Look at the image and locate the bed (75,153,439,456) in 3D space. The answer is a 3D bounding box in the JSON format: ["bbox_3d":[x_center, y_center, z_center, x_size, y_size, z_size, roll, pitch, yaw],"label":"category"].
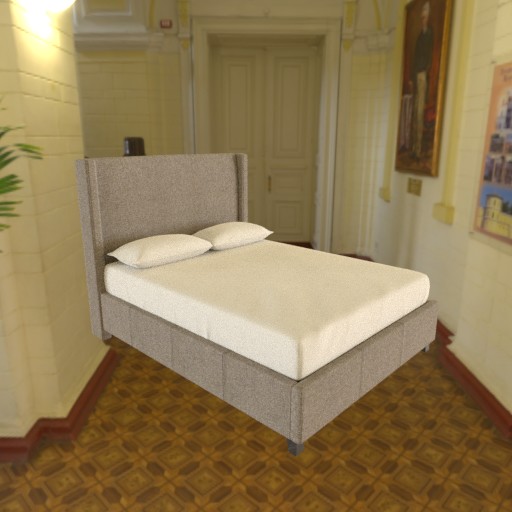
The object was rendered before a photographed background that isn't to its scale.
[{"bbox_3d":[0.000,0.000,3.448,2.245,1.481,1.714,14,20,42],"label":"bed"}]
